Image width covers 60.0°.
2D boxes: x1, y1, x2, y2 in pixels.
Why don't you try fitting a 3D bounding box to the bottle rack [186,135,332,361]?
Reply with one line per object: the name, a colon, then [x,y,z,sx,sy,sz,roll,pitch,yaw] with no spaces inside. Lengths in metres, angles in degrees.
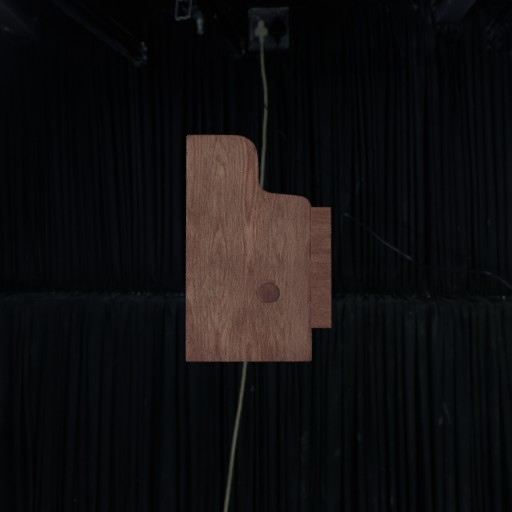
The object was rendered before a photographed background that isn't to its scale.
bottle rack: [0.000,0.000,0.688,0.126,0.196,0.608,0,-1,0]
